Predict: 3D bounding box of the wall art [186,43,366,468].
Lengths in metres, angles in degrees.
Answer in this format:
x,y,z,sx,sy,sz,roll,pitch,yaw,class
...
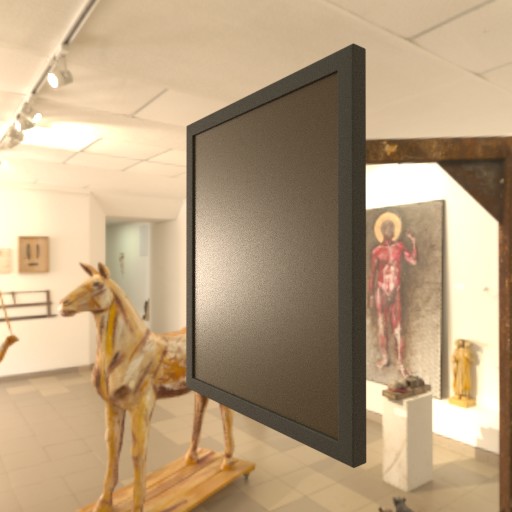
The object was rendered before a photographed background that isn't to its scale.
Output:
x,y,z,sx,sy,sz,roll,pitch,yaw,class
0.000,0.000,0.771,0.028,0.558,0.457,0,0,-37,wall art
